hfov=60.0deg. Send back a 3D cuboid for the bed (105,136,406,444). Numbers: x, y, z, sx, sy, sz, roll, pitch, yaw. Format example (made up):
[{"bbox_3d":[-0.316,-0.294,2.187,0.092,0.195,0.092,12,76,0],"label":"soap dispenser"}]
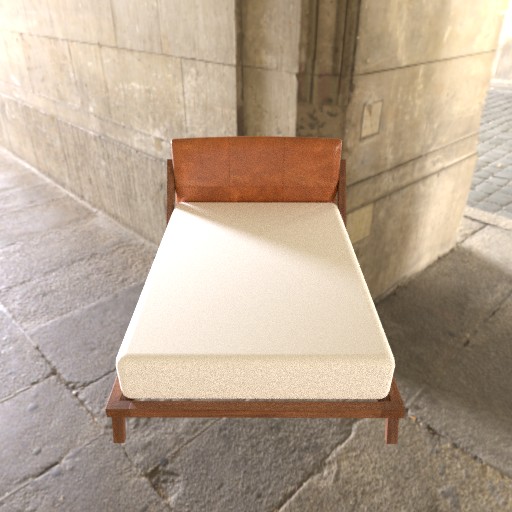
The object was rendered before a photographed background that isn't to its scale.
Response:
[{"bbox_3d":[0.000,0.000,3.275,1.651,1.168,2.311,0,31,0],"label":"bed"}]
